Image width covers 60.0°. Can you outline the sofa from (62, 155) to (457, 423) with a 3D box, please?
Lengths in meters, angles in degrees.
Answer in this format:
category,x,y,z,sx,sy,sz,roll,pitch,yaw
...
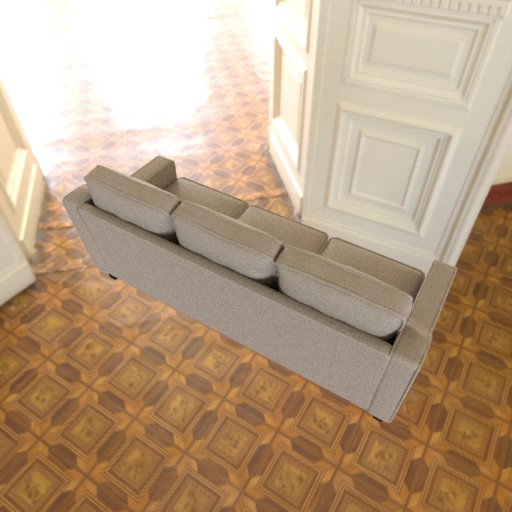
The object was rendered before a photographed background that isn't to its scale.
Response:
category,x,y,z,sx,sy,sz,roll,pitch,yaw
sofa,0.000,0.000,2.682,2.129,0.950,0.899,24,51,21
